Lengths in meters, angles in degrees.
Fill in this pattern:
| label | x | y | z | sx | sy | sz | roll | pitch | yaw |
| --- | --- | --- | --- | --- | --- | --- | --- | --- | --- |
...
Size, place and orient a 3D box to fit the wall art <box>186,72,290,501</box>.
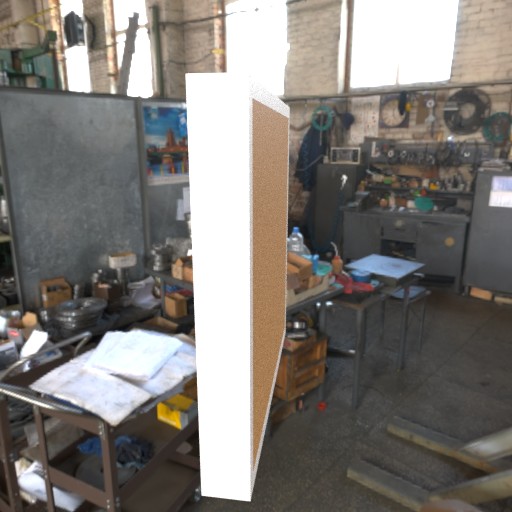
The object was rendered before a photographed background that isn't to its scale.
| label | x | y | z | sx | sy | sz | roll | pitch | yaw |
| --- | --- | --- | --- | --- | --- | --- | --- | --- | --- |
| wall art | 0.000 | 0.000 | 0.444 | 0.038 | 0.302 | 0.305 | 2 | 15 | 8 |
